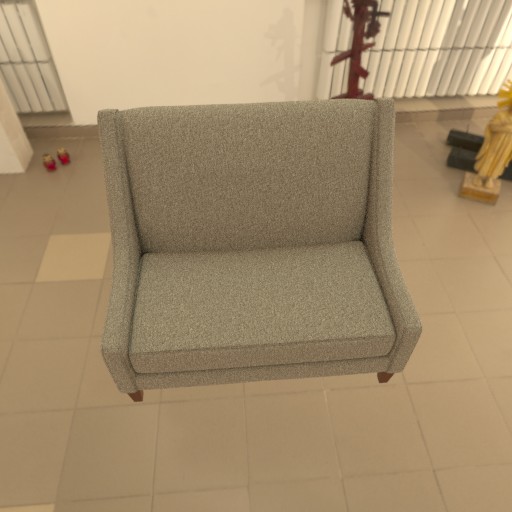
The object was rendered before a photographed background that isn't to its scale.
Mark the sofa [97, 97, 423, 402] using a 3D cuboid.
[{"bbox_3d":[0.000,0.000,1.920,1.242,1.026,0.862,-3,47,-3],"label":"sofa"}]
